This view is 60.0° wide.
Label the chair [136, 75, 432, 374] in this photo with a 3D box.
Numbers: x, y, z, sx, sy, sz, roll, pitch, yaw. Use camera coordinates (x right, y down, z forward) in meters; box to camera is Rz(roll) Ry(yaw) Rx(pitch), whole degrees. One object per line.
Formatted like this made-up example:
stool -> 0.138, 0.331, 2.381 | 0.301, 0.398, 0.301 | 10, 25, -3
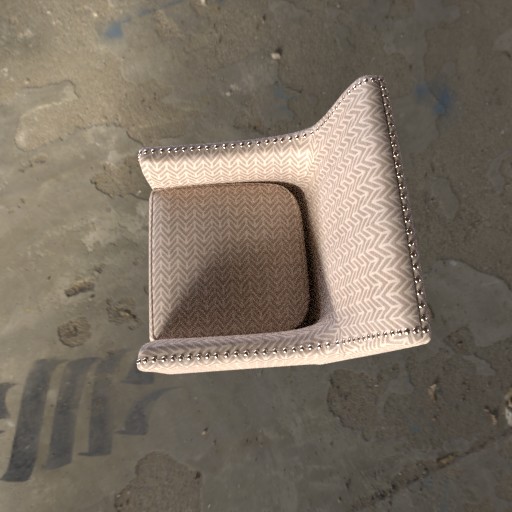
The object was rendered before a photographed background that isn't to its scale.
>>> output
chair -> 0.000, 0.000, 1.300 | 0.651, 0.816, 0.623 | -4, 74, -1
